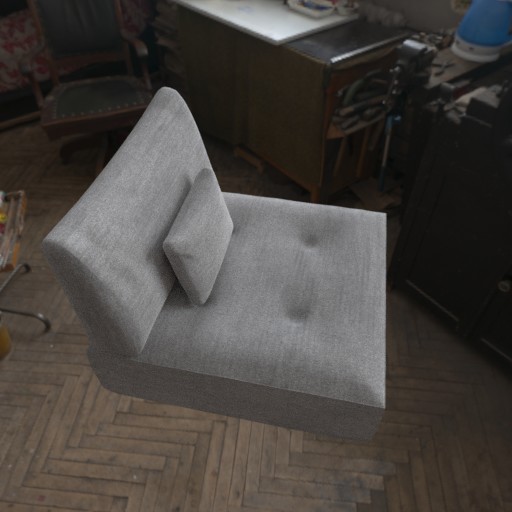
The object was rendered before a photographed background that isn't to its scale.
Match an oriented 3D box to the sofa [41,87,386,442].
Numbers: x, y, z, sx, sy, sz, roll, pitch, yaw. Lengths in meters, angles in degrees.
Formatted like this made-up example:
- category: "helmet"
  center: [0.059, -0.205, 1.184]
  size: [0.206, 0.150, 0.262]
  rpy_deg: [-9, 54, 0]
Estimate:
- category: "sofa"
  center: [0.000, 0.000, 1.659]
  size: [1.000, 0.820, 0.930]
  rpy_deg: [9, 47, 8]
